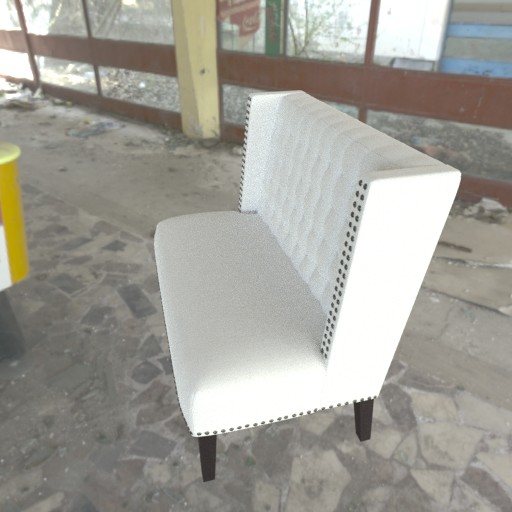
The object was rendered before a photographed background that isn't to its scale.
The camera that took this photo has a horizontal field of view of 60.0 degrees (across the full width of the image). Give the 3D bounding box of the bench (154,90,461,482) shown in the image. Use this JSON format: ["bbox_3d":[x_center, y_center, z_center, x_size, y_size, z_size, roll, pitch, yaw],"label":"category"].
[{"bbox_3d":[0.000,0.000,1.931,0.847,1.123,1.280,-8,31,-13],"label":"bench"}]
